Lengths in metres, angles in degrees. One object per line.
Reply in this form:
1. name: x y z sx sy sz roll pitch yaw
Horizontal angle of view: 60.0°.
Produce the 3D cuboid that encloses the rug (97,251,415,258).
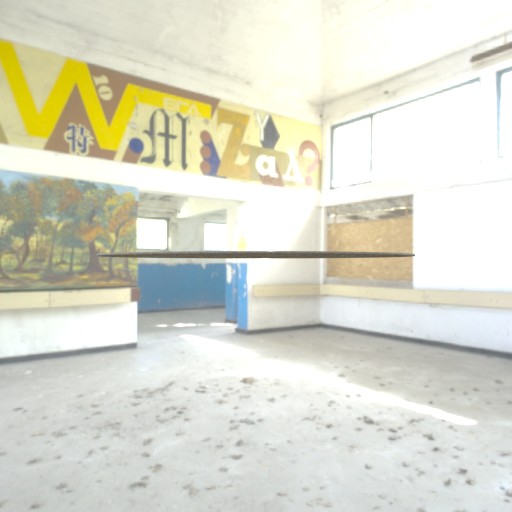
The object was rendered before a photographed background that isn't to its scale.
1. rug: 0.000 0.000 3.518 2.382 0.014 2.382 0 -1 0
